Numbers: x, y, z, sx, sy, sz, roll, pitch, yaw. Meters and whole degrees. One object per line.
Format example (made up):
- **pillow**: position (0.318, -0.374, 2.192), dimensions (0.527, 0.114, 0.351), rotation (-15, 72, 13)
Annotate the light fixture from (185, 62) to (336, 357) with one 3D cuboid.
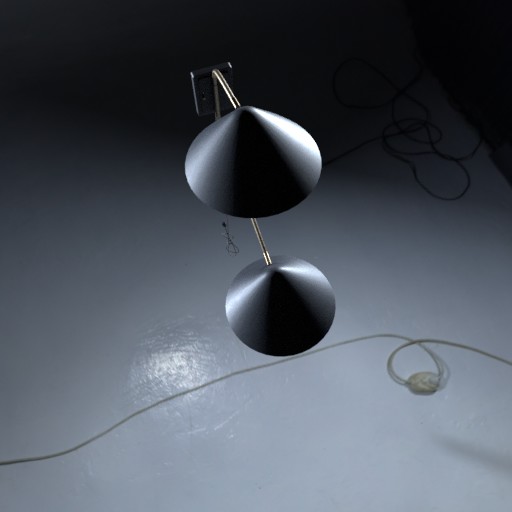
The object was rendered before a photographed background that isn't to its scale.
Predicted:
- **light fixture**: position (0.000, 0.000, 0.844), dimensions (0.189, 0.665, 0.422), rotation (-19, 64, -9)
